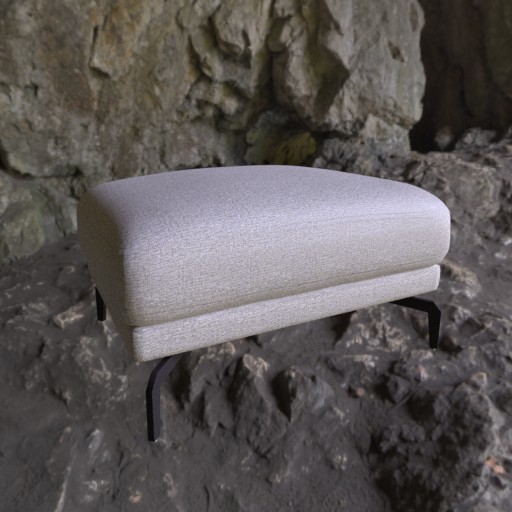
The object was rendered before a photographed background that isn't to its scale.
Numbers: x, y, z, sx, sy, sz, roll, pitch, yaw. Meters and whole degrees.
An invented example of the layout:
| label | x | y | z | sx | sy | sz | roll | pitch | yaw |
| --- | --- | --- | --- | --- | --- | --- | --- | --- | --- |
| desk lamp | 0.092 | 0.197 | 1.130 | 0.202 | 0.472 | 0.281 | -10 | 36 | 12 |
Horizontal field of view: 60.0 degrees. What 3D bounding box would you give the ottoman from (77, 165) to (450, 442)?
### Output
| label | x | y | z | sx | sy | sz | roll | pitch | yaw |
| --- | --- | --- | --- | --- | --- | --- | --- | --- | --- |
| ottoman | 0.000 | 0.000 | 1.089 | 0.772 | 0.420 | 0.568 | -9 | 19 | -26 |
